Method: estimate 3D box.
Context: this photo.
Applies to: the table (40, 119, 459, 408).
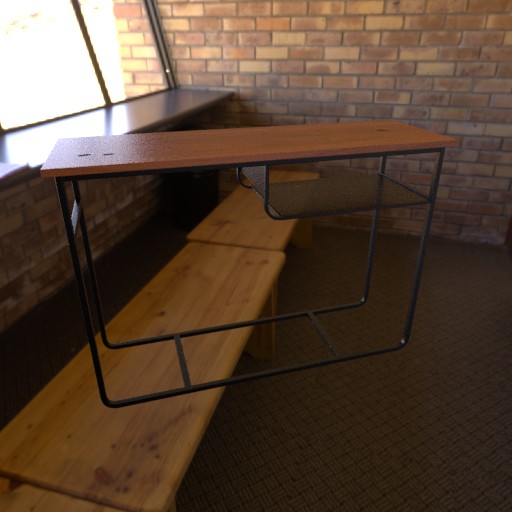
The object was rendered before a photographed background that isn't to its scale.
[{"bbox_3d":[0.000,0.000,1.439,1.100,0.750,0.350,-8,27,-15],"label":"table"}]
